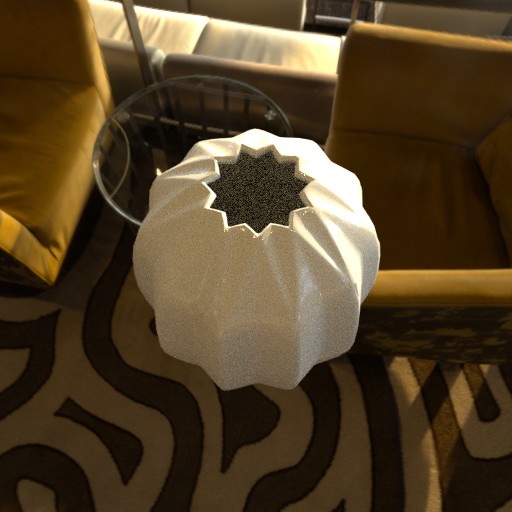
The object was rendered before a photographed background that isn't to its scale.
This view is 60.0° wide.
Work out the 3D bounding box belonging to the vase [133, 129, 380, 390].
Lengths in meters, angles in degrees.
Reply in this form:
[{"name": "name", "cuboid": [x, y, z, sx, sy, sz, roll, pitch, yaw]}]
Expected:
[{"name": "vase", "cuboid": [0.000, 0.000, 0.253, 0.139, 0.134, 0.139, 0, 62, 0]}]
